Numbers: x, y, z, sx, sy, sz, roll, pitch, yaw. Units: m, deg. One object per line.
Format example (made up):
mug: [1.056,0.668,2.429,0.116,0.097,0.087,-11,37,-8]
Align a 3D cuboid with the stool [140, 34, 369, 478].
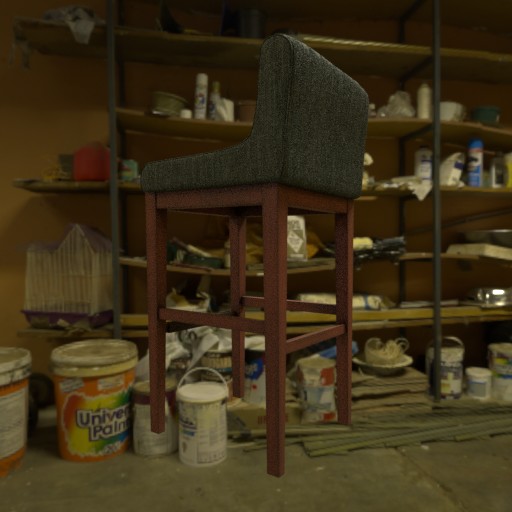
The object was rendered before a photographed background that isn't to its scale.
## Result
stool: [0.000,0.000,1.234,0.499,0.965,0.426,1,1,36]
